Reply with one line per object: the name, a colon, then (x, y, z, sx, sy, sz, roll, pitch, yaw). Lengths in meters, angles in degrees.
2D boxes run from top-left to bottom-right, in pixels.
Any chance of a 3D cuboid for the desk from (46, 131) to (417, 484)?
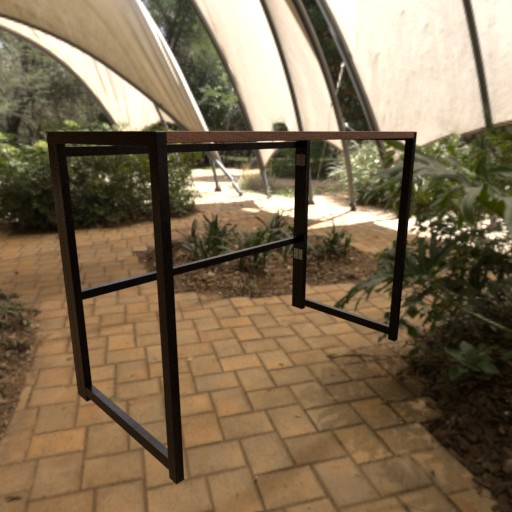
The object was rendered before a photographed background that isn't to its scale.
desk: (0.000, 0.000, 1.406, 0.508, 0.762, 1.016, 15, 22, 43)
